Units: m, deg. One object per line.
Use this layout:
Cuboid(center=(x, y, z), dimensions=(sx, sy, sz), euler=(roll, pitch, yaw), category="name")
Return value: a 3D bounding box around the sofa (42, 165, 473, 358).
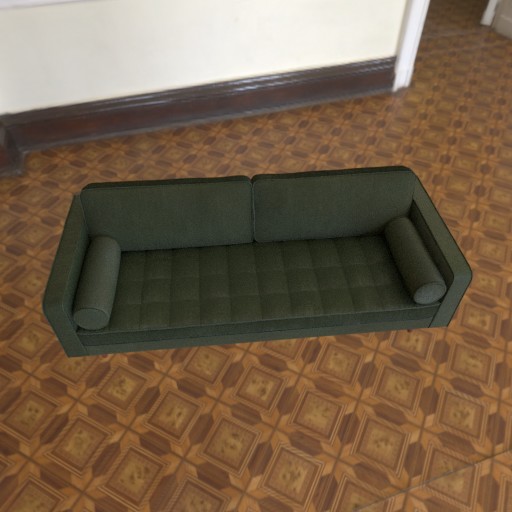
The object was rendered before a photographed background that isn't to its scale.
Cuboid(center=(0.000, 0.000, 2.643), dimensions=(2.199, 0.769, 0.918), euler=(-4, 46, -4), category="sofa")
